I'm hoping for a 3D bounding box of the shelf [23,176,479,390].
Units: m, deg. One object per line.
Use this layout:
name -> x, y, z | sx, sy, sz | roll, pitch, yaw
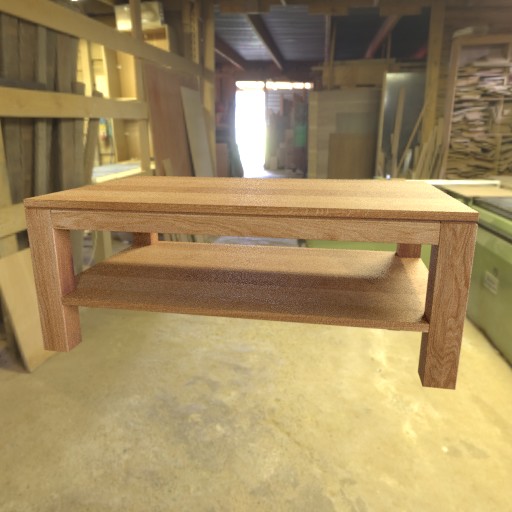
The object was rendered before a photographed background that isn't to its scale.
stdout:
shelf -> 0.000, 0.000, 1.486 | 1.150, 0.450, 0.700 | 3, 16, 10
